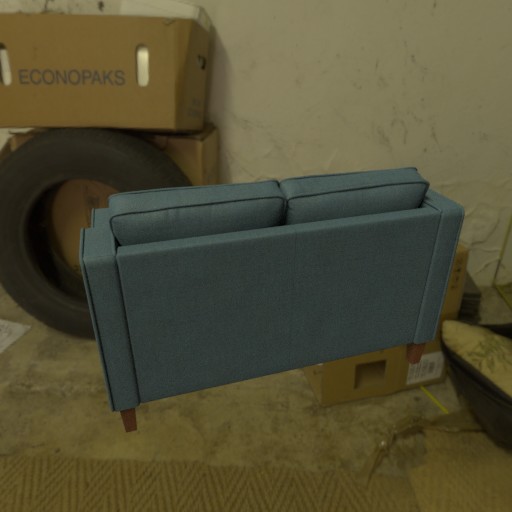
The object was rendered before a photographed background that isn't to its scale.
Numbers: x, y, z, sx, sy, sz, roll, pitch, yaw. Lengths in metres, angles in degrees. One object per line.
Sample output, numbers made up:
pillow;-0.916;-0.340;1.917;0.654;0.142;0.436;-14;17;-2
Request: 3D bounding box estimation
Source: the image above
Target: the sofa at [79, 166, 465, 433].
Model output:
sofa;0.000;0.000;2.185;1.501;0.971;0.987;-8;28;-16
